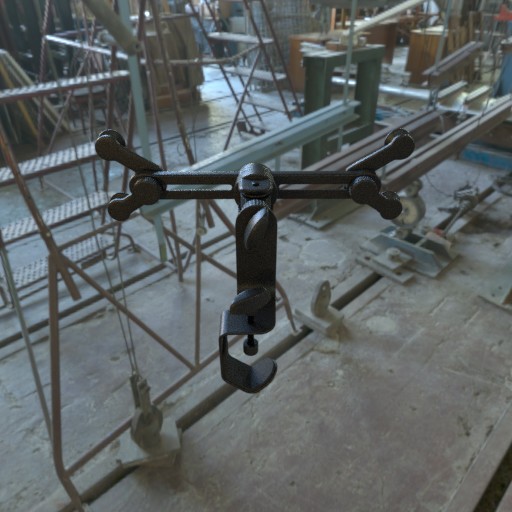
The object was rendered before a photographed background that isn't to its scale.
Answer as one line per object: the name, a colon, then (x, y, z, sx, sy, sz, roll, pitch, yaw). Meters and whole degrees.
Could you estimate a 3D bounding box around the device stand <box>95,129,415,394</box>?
device stand: (0.000, 0.000, 0.362, 0.270, 0.166, 0.142, 0, 33, 0)
